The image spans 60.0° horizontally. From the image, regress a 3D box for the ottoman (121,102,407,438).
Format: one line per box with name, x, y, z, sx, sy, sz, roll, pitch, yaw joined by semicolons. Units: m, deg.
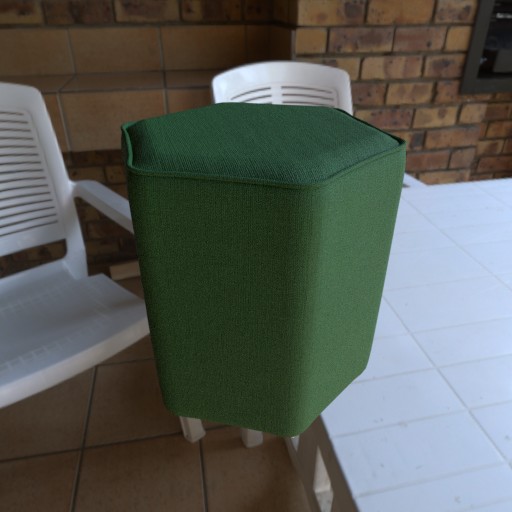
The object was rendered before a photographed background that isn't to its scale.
ottoman;0.000;0.000;0.871;0.444;0.507;0.499;-9;32;-14
